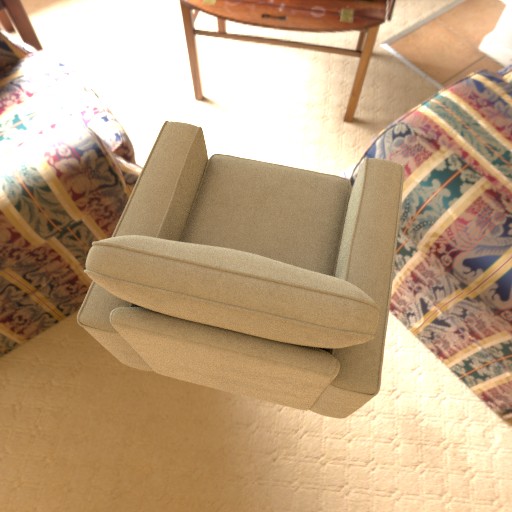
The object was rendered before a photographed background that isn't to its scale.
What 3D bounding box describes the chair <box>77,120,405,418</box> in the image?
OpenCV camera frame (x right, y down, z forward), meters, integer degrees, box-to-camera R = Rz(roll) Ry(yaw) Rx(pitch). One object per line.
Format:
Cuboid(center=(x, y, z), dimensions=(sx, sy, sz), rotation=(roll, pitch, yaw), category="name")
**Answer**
Cuboid(center=(0.000, 0.000, 1.741), dimensions=(1.015, 0.965, 0.939), rotation=(12, 64, 6), category="chair")
